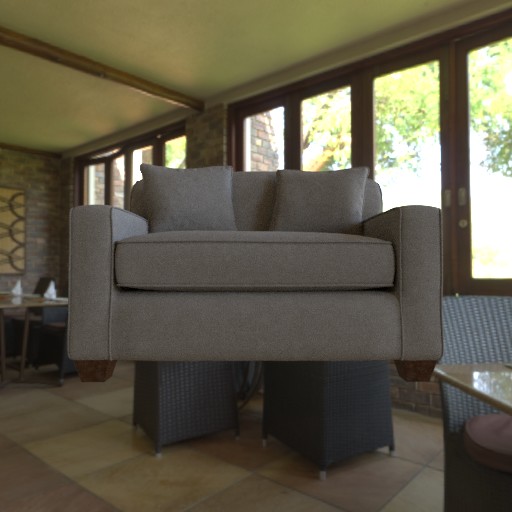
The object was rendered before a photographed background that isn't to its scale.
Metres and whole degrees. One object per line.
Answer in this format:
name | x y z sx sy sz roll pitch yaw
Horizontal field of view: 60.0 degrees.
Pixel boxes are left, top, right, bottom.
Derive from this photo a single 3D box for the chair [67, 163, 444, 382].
chair | 0.000 0.000 2.074 1.395 0.953 0.992 0 -2 0
